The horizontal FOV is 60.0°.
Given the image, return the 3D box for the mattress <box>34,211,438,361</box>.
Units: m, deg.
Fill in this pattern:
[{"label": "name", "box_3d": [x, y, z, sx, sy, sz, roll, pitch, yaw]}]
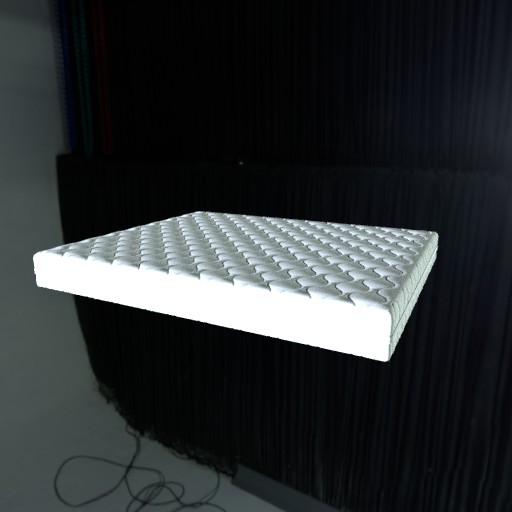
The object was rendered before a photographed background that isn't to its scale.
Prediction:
[{"label": "mattress", "box_3d": [0.000, 0.000, 2.676, 1.900, 0.200, 1.600, 7, 17, 26]}]
